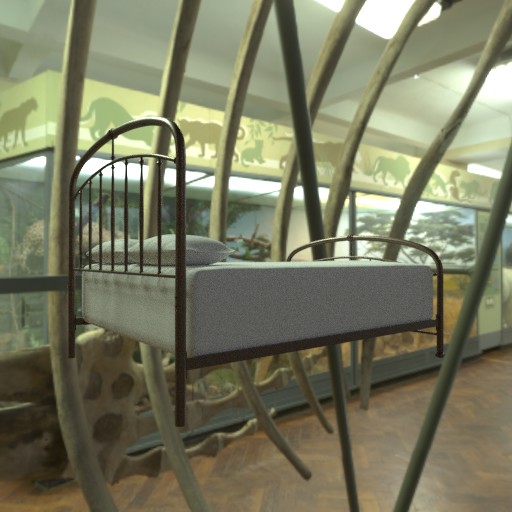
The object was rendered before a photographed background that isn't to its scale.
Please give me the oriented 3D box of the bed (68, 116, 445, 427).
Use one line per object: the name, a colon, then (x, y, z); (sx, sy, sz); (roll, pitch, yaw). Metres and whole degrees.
bed: (0.000, 0.000, 3.219); (2.168, 1.475, 1.711); (0, 0, -38)
